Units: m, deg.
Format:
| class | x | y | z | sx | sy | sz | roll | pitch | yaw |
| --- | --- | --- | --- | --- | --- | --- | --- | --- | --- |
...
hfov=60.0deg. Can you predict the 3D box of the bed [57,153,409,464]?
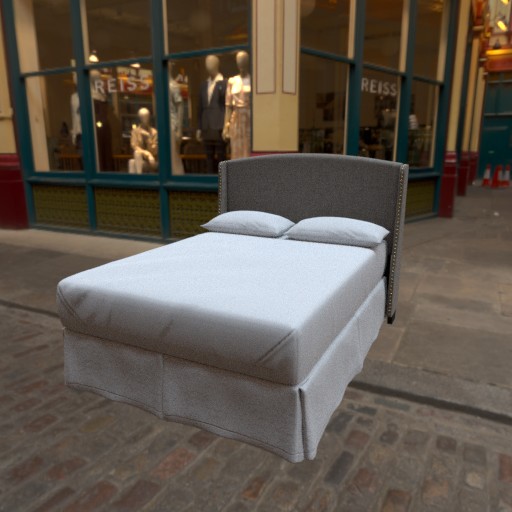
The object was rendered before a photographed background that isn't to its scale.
| class | x | y | z | sx | sy | sz | roll | pitch | yaw |
| --- | --- | --- | --- | --- | --- | --- | --- | --- | --- |
| bed | 0.000 | 0.000 | 3.202 | 1.710 | 1.407 | 2.237 | 7 | 16 | 26 |
